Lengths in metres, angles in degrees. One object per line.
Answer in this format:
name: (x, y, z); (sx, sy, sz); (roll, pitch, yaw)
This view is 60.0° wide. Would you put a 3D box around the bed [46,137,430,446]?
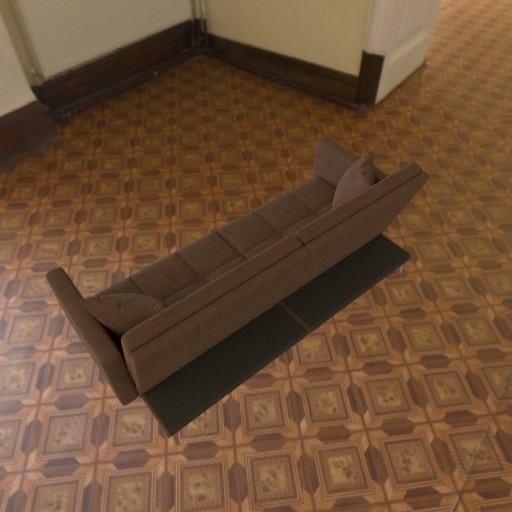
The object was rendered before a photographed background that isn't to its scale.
bed: (0.000, 0.000, 2.404); (1.905, 0.787, 0.889); (-31, 54, -25)
